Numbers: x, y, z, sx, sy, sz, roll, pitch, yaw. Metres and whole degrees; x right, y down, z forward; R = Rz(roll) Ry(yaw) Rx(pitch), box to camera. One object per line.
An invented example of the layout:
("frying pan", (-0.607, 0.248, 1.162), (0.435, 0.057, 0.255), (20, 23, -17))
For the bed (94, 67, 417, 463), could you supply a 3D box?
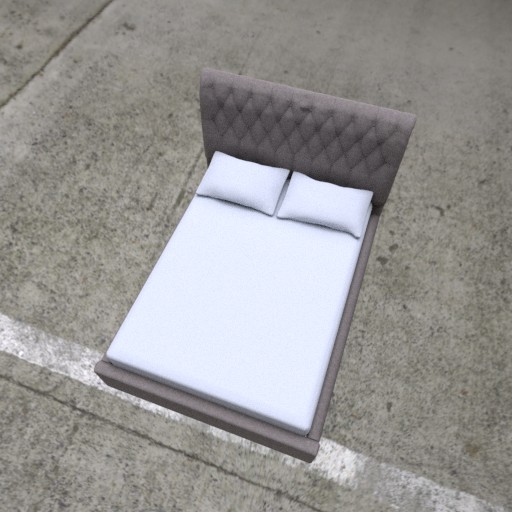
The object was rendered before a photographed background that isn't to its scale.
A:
("bed", (0.000, 0.000, 3.298), (1.645, 1.371, 2.252), (17, 59, 11))
